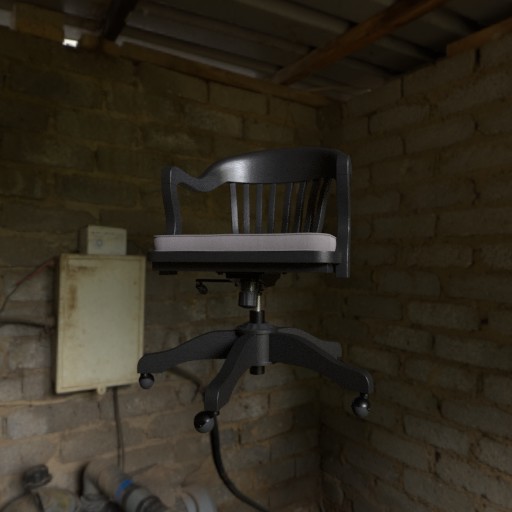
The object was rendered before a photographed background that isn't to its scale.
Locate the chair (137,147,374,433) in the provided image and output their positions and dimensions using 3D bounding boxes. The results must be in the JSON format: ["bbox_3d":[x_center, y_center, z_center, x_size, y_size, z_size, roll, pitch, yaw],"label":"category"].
[{"bbox_3d":[0.000,0.000,1.446,0.750,0.878,0.788,0,0,17],"label":"chair"}]
